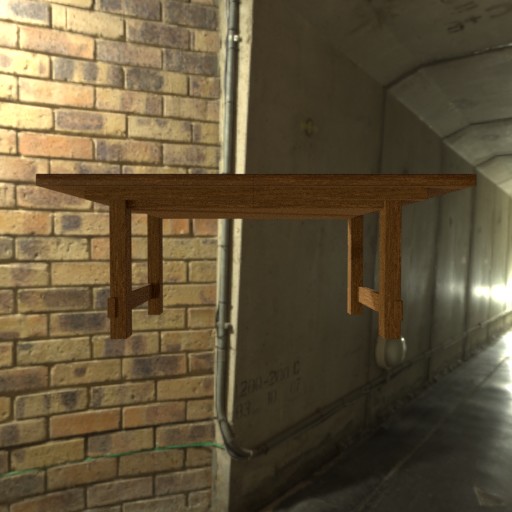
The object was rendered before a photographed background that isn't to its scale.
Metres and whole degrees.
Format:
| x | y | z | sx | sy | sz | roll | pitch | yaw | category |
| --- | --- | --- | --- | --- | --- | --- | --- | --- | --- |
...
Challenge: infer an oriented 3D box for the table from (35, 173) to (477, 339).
| x | y | z | sx | sy | sz | roll | pitch | yaw | category |
| --- | --- | --- | --- | --- | --- | --- | --- | --- | --- |
| 0.000 | 0.000 | 2.495 | 1.982 | 0.762 | 1.000 | 0 | 1 | 0 | table |
